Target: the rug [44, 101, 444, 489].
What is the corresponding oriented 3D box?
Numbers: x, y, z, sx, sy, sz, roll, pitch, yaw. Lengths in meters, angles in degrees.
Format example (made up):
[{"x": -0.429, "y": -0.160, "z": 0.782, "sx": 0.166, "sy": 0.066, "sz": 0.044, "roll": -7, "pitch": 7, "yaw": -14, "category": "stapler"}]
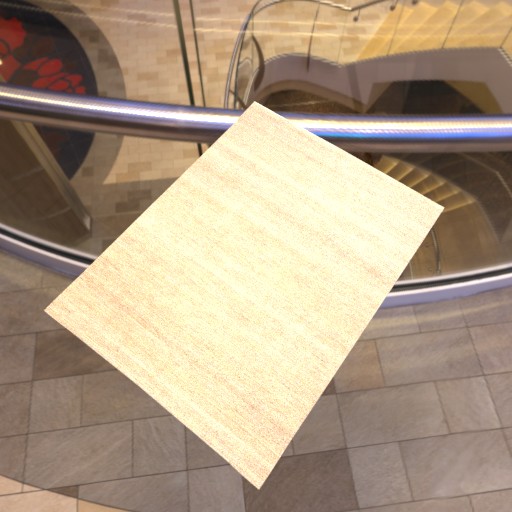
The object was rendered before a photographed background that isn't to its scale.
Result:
[{"x": 0.000, "y": 0.000, "z": 4.330, "sx": 2.467, "sy": 0.046, "sz": 3.245, "roll": 34, "pitch": 69, "yaw": 15, "category": "rug"}]
